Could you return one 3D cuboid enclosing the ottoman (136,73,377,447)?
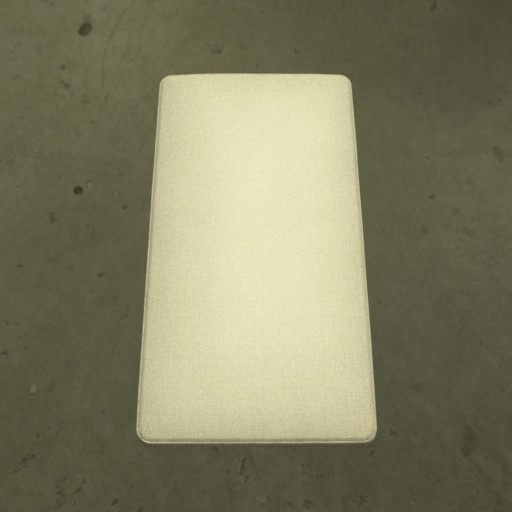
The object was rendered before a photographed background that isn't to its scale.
[{"bbox_3d":[0.000,0.000,1.416,0.617,0.461,1.097,0,74,0],"label":"ottoman"}]
